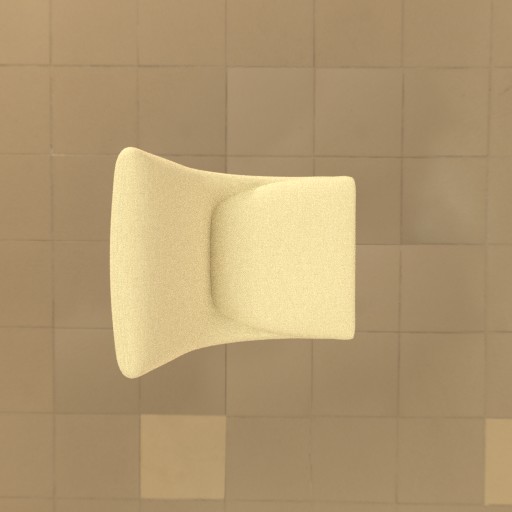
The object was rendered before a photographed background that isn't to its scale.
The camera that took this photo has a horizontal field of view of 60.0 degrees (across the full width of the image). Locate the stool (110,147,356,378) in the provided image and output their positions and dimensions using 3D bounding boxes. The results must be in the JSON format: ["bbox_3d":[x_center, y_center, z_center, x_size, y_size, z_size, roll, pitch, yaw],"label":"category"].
[{"bbox_3d":[0.000,0.000,1.382,0.559,1.097,0.470,0,91,0],"label":"stool"}]
